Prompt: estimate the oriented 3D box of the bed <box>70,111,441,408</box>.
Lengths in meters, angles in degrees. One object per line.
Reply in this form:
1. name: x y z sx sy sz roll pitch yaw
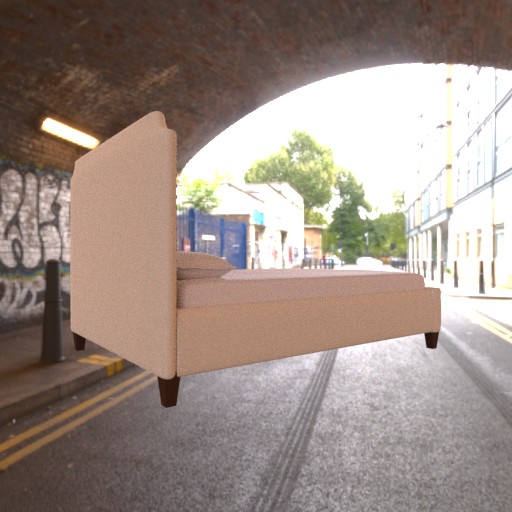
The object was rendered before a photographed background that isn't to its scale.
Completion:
1. bed: 0.000 0.000 3.426 2.372 1.443 1.712 0 0 -36
